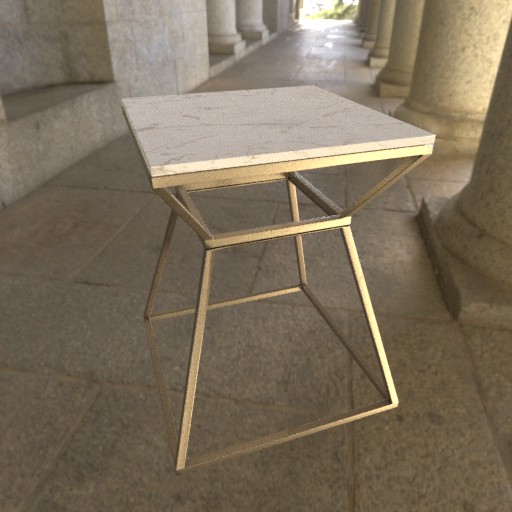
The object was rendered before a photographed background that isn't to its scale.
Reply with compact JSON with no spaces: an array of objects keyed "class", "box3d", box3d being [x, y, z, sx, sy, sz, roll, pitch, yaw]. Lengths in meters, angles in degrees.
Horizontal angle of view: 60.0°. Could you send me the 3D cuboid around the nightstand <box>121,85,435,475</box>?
[{"class":"nightstand","box3d":[0.000,0.000,0.883,0.455,0.554,0.455,-10,33,-16]}]
